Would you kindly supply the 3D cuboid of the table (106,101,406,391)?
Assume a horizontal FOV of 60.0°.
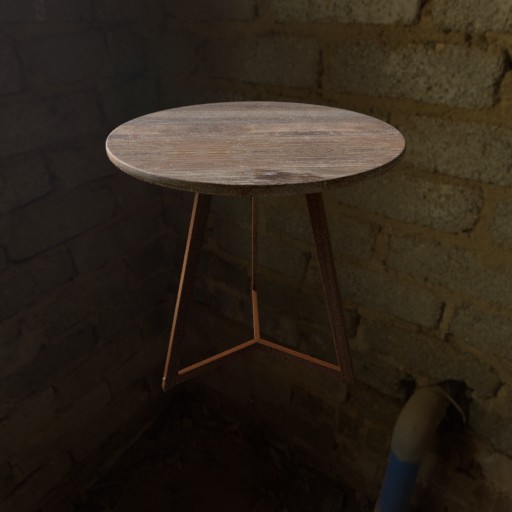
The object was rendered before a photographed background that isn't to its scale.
[{"bbox_3d":[0.000,0.000,0.894,0.500,0.500,0.500,0,31,0],"label":"table"}]
